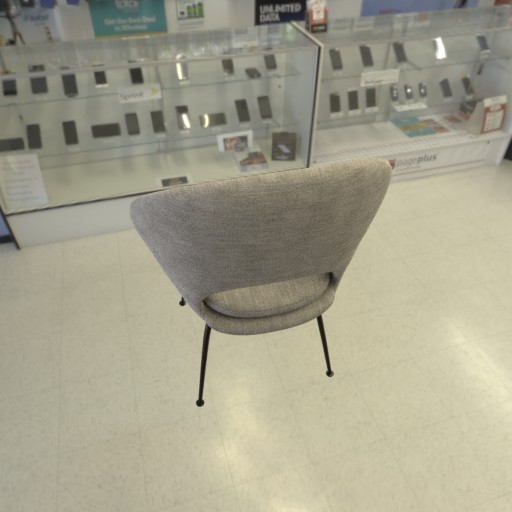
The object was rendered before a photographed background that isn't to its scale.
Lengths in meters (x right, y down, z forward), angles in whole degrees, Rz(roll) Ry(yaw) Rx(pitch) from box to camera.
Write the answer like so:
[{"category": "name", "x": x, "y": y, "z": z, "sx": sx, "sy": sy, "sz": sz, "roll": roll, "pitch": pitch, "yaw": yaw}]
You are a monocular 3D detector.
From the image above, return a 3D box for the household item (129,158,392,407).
[{"category": "household item", "x": 0.000, "y": 0.000, "z": 1.288, "sx": 0.643, "sy": 0.869, "sz": 0.587, "roll": -10, "pitch": 43, "yaw": -11}]
